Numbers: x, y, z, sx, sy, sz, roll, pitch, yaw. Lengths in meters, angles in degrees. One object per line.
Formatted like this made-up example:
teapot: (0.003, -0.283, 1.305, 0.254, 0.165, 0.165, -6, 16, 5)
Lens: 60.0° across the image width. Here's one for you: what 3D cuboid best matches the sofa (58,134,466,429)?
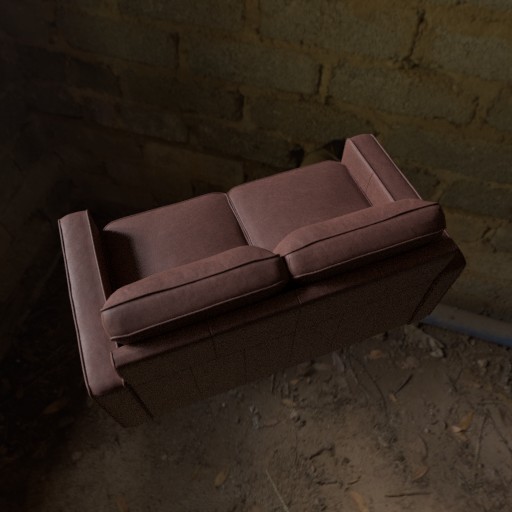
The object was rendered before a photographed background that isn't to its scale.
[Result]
sofa: (0.000, 0.000, 2.172, 1.709, 0.918, 0.947, -18, 59, -11)
